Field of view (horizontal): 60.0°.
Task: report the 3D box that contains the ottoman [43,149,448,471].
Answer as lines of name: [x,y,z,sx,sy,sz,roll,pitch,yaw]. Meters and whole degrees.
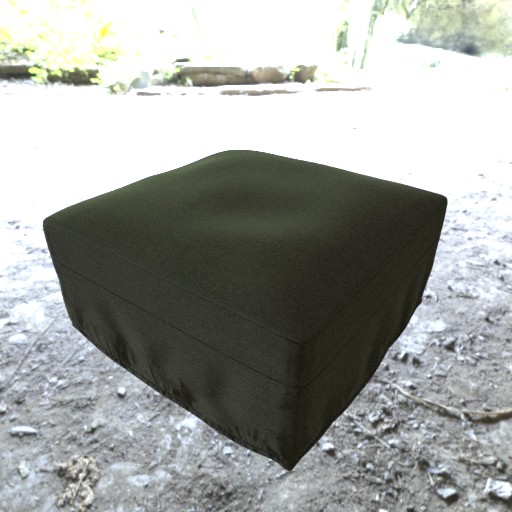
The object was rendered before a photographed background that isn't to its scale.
ottoman: [0.000,0.000,1.317,0.840,0.436,0.843,21,36,32]
